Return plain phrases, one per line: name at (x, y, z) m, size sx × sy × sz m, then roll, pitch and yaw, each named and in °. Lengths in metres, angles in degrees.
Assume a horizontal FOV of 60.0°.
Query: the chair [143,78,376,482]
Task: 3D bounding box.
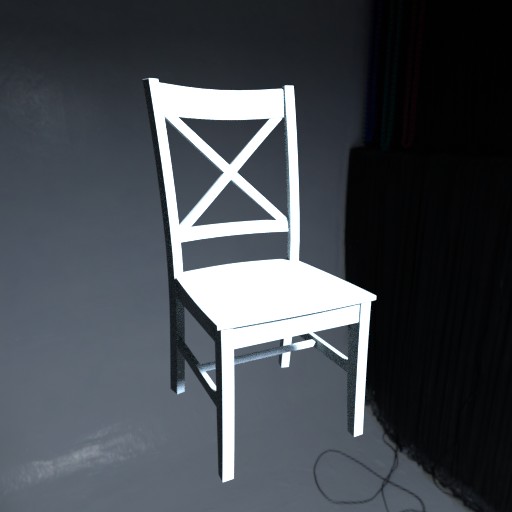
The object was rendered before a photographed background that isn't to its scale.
chair at (0.000, 0.000, 1.283) m, size 0.485 × 0.983 × 0.542 m, roll -7°, pitch 17°, yaw -24°
